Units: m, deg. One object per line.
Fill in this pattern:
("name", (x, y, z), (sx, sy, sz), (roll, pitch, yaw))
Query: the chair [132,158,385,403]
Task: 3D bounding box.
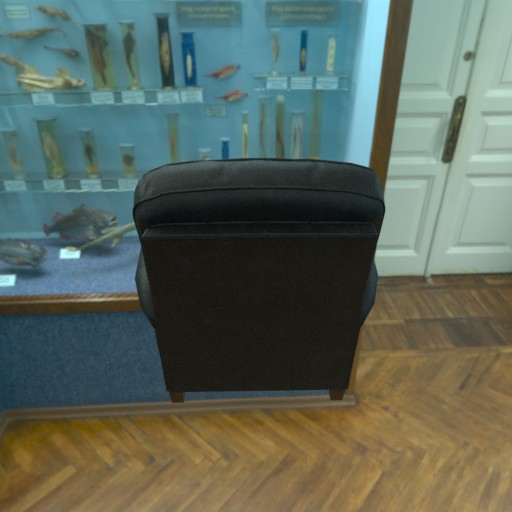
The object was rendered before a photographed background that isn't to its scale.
("chair", (0.000, 0.000, 1.825), (0.936, 1.018, 0.986), (-1, 29, -1))
